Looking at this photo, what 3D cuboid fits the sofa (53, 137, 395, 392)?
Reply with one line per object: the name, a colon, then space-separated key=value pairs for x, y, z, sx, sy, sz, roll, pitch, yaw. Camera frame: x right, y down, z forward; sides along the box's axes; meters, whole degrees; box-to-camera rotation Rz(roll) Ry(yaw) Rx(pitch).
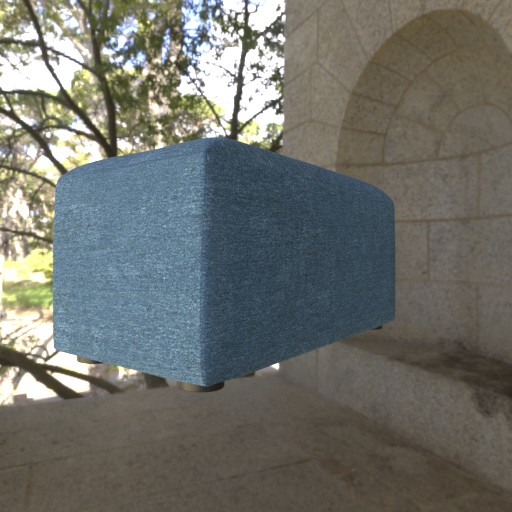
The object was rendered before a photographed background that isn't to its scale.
sofa: x=0.000 y=0.000 z=1.228 sx=0.480 sy=0.470 sz=0.930 roll=0 pitch=1 yaw=37
